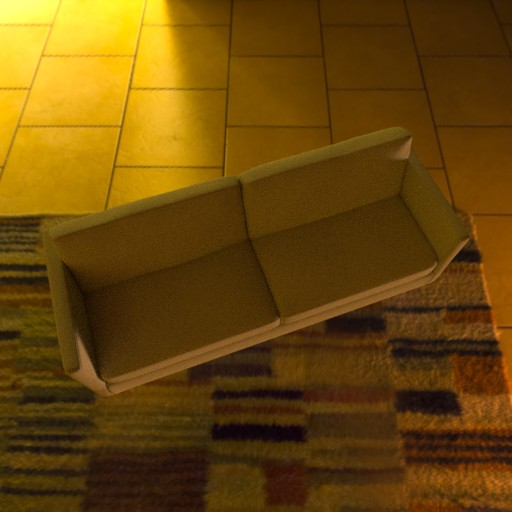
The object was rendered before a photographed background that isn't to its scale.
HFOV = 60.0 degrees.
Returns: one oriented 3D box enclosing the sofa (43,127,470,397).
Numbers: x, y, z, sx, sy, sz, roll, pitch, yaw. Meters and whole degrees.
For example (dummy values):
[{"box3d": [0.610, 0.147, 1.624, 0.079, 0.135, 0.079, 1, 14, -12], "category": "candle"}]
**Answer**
[{"box3d": [0.000, 0.000, 2.888, 2.434, 0.965, 0.948, -18, 64, -9], "category": "sofa"}]
